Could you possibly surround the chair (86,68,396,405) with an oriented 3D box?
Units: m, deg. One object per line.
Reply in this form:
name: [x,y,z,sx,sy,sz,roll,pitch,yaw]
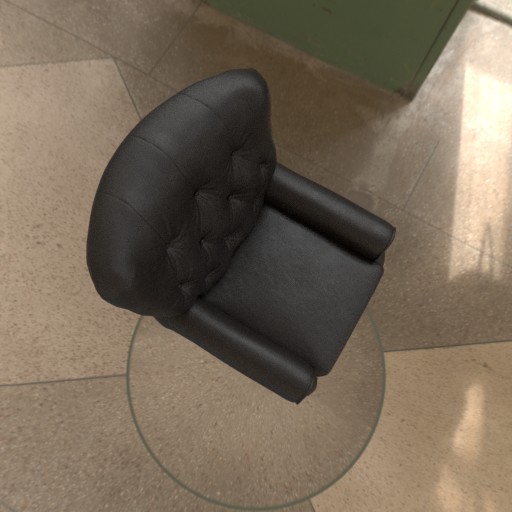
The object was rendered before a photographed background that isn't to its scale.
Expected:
chair: [0.000,0.000,1.924,1.058,1.158,0.948,30,78,7]
